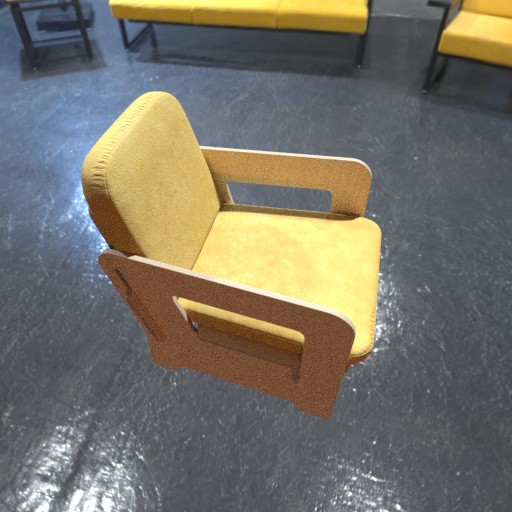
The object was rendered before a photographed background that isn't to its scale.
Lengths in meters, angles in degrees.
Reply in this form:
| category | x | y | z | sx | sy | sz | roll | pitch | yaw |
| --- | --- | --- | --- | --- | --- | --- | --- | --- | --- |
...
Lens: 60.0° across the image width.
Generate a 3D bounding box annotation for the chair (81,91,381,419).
| category | x | y | z | sx | sy | sz | roll | pitch | yaw |
| --- | --- | --- | --- | --- | --- | --- | --- | --- | --- |
| chair | 0.000 | 0.000 | 1.293 | 0.710 | 0.800 | 0.590 | 10 | 47 | 9 |
